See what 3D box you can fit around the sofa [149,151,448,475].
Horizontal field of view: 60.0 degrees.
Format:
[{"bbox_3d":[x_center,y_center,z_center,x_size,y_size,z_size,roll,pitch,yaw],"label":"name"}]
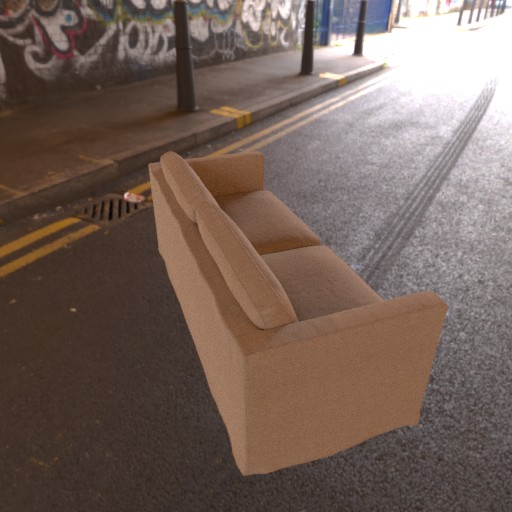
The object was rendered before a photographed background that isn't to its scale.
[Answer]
[{"bbox_3d":[0.000,0.000,2.768,0.956,0.847,2.296,-11,32,-17],"label":"sofa"}]
